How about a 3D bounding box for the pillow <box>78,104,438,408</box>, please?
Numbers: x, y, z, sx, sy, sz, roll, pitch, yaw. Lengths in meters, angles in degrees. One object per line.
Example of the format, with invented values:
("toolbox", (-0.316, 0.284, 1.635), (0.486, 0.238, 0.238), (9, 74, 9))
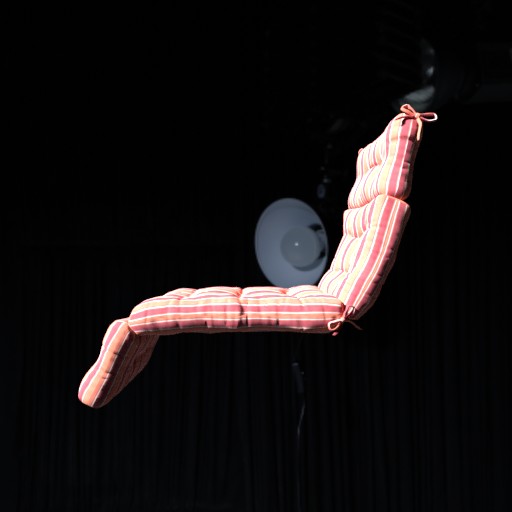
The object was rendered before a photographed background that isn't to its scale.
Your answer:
("pillow", (0.000, 0.000, 1.479), (1.016, 0.863, 0.526), (0, 0, 0))
